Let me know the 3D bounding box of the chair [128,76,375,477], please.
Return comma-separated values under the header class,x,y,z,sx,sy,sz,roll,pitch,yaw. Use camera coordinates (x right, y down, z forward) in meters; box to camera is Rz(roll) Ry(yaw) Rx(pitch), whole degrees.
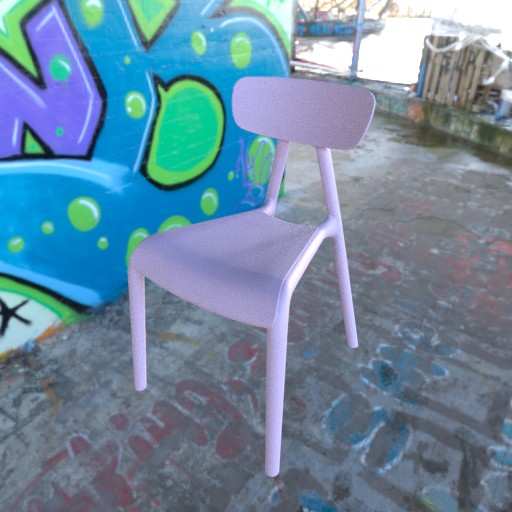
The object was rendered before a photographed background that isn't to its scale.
class,x,y,z,sx,sy,sz,roll,pitch,yaw
chair,0.000,0.000,0.840,0.356,0.580,0.401,20,36,29
